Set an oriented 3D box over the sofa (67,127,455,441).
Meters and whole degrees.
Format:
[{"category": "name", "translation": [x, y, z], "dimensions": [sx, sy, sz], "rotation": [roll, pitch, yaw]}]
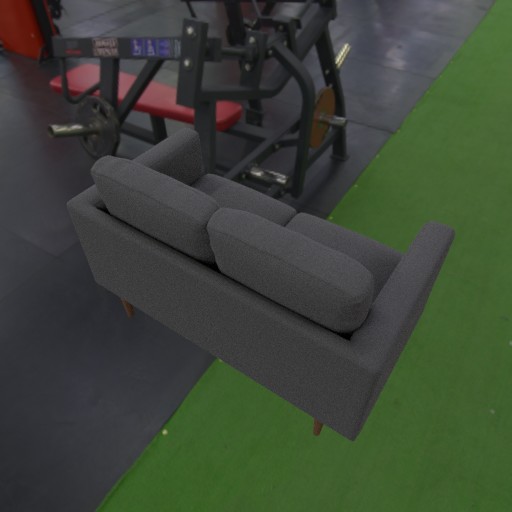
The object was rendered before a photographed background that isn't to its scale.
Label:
[{"category": "sofa", "translation": [0.000, 0.000, 1.984], "dimensions": [1.430, 0.908, 0.796], "rotation": [26, 51, 23]}]
